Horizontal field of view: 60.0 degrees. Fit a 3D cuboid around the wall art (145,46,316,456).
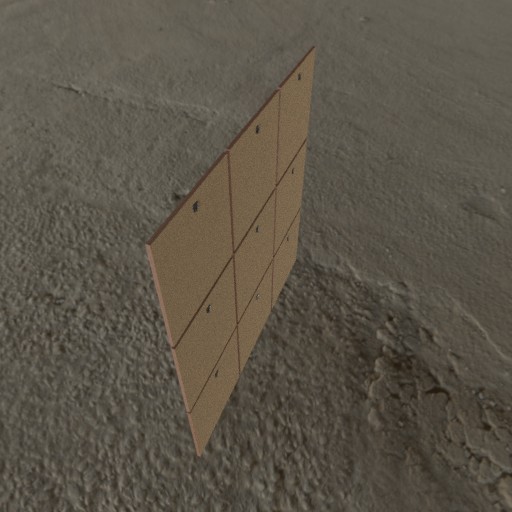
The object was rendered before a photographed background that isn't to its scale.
[{"bbox_3d":[0.000,0.000,1.792,0.019,1.218,1.221,16,48,15],"label":"wall art"}]
